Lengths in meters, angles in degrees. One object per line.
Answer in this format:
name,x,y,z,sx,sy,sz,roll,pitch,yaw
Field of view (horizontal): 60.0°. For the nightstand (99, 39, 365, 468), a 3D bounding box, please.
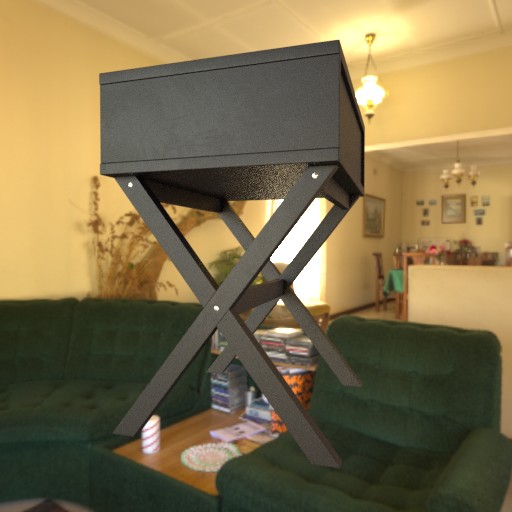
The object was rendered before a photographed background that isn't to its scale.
nightstand,0.000,0.000,0.919,0.402,0.623,0.479,0,1,18
